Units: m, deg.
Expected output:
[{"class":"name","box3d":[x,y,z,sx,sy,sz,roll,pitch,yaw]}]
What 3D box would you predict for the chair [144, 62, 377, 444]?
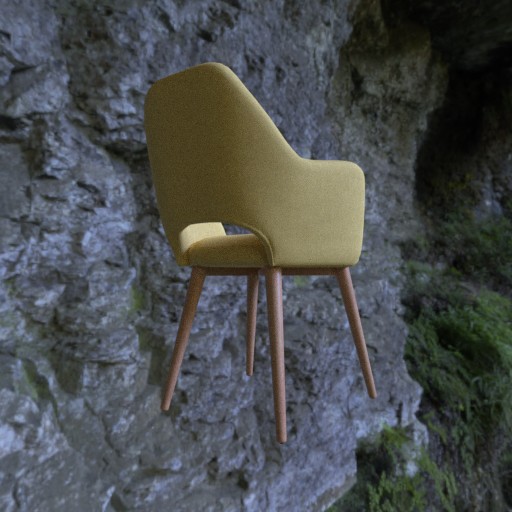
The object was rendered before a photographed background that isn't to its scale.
[{"class":"chair","box3d":[0.000,0.000,1.239,0.590,0.840,0.610,-1,-2,36]}]
